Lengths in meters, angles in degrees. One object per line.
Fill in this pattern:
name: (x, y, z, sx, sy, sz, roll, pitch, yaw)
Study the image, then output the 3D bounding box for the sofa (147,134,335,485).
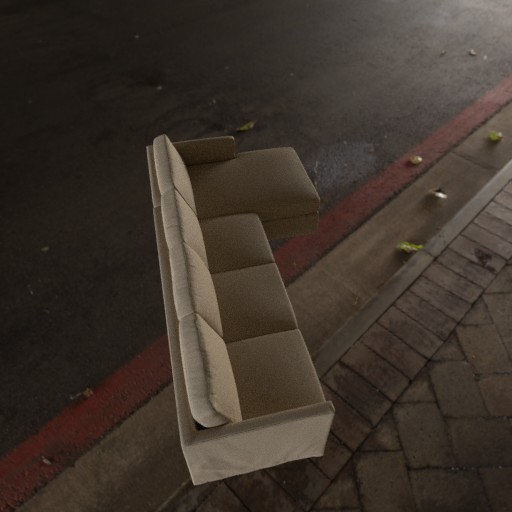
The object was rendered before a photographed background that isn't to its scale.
sofa: (0.000, 0.000, 3.867, 1.622, 0.871, 3.206, -10, 47, -9)
